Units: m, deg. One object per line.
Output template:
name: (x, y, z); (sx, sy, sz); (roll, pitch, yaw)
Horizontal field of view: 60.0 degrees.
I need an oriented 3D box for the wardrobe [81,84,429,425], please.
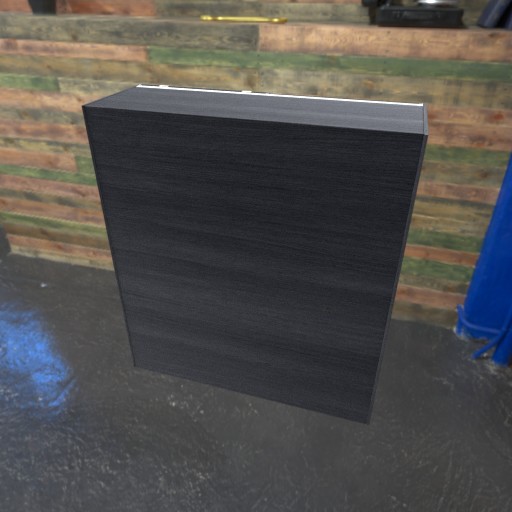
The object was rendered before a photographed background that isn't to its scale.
wardrobe: (0.000, 0.000, 2.931); (1.780, 1.960, 0.629); (9, 33, 15)
